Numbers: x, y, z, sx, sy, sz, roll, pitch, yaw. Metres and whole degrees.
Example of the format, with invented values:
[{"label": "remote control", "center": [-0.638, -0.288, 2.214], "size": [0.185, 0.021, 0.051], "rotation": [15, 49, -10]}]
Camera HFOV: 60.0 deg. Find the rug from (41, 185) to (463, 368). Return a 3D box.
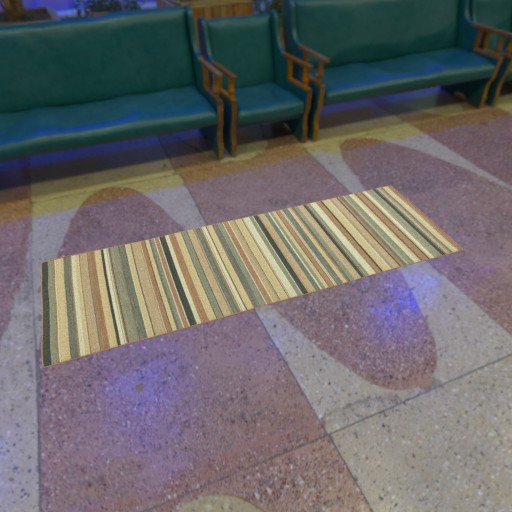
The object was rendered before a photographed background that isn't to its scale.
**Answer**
[{"label": "rug", "center": [0.000, 0.000, 2.683], "size": [2.444, 0.010, 0.799], "rotation": [-14, 43, -16]}]
